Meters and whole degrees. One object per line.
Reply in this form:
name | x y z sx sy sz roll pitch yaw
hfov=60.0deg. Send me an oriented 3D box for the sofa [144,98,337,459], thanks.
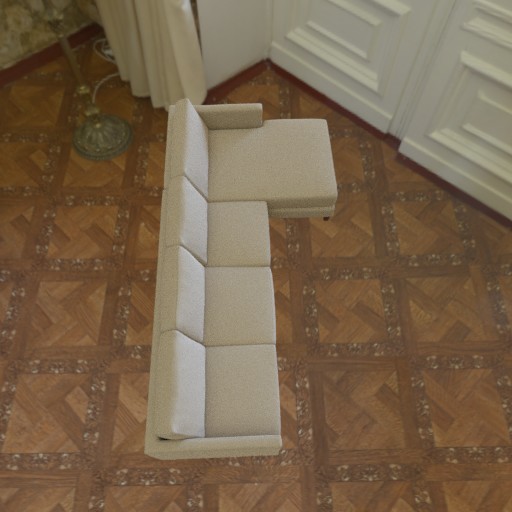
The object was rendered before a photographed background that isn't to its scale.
sofa | 0.000 0.000 3.904 1.625 0.861 3.186 -2 63 -1
